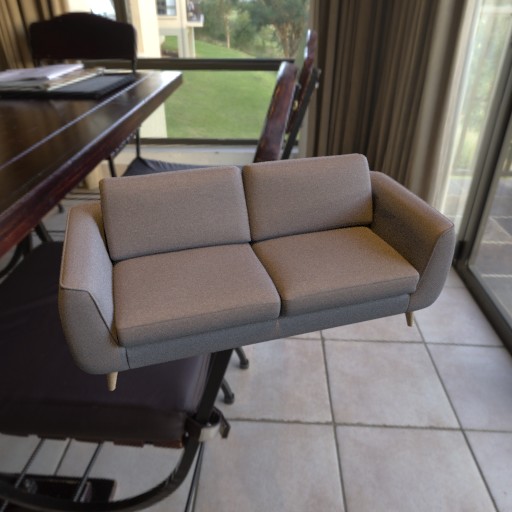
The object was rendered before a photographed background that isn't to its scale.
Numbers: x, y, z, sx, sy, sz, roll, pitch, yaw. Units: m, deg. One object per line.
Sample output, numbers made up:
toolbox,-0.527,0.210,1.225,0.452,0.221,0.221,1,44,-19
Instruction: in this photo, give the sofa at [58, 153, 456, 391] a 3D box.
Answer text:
sofa,0.000,0.000,2.552,2.000,0.870,0.920,-9,32,-14
